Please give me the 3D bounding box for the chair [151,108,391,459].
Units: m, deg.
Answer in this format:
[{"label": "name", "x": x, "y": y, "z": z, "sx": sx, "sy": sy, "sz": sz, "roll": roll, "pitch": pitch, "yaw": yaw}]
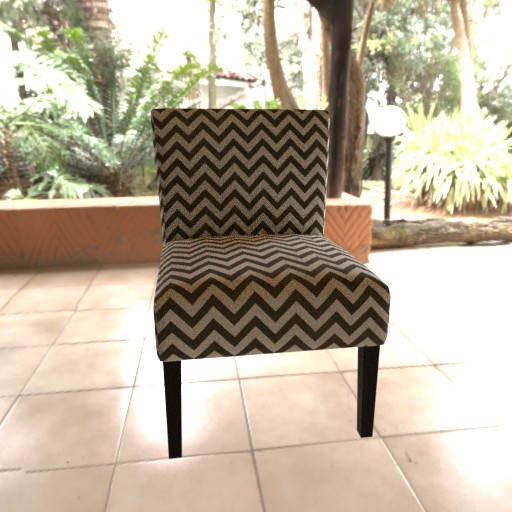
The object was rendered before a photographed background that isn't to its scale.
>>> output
[{"label": "chair", "x": 0.000, "y": 0.000, "z": 1.287, "sx": 0.589, "sy": 0.838, "sz": 0.648, "roll": -2, "pitch": 16, "yaw": -9}]
